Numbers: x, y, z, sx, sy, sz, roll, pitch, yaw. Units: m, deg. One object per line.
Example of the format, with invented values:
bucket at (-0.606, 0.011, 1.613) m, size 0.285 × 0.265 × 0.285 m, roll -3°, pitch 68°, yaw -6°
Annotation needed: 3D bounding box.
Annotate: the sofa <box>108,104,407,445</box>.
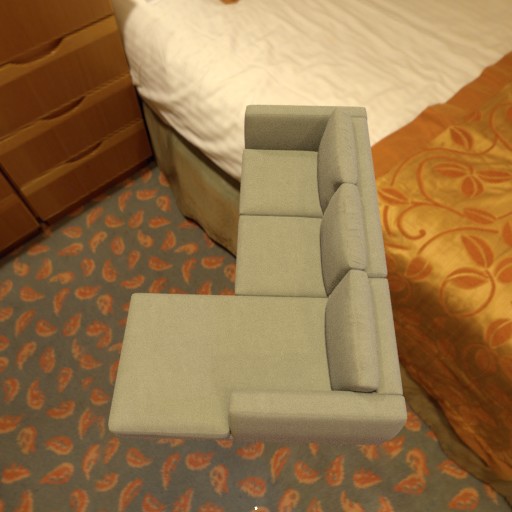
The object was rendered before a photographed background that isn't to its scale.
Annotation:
sofa at (0.000, 0.000, 2.991) m, size 1.580 × 0.860 × 2.300 m, roll 1°, pitch 60°, yaw 1°
